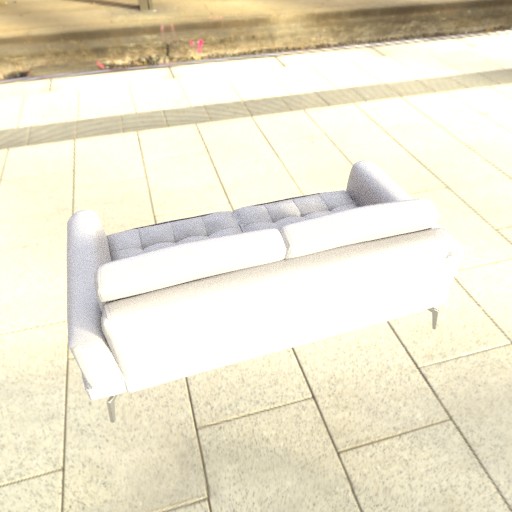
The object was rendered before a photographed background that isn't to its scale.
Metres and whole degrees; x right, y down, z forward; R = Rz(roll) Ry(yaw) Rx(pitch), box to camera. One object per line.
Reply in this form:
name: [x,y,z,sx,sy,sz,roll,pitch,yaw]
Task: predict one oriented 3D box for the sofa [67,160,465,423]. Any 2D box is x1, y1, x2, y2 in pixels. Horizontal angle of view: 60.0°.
sofa: [0.000,0.000,2.696,2.177,0.930,1.121,-12,43,-14]
